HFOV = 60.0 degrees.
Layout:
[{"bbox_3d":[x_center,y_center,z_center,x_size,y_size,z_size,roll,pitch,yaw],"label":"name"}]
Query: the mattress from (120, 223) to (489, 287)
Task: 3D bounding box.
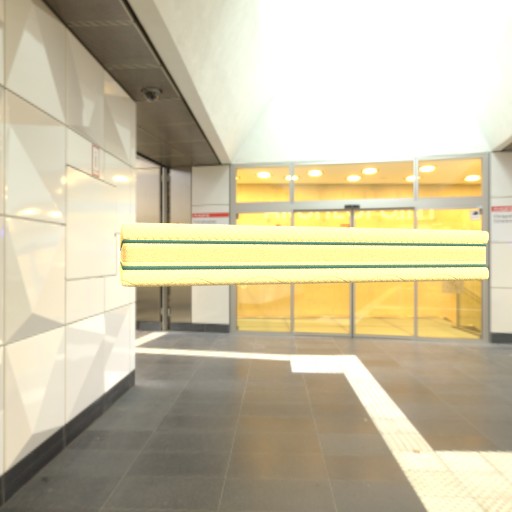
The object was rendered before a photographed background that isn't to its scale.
[{"bbox_3d":[0.000,0.000,2.729,1.600,0.230,2.000,0,0,-17],"label":"mattress"}]
